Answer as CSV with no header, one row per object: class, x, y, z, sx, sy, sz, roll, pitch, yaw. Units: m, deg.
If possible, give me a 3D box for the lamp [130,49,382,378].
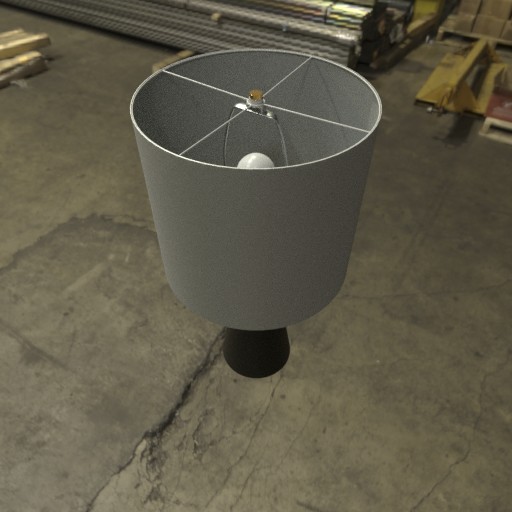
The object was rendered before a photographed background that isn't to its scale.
lamp,0.000,0.000,0.756,0.308,0.580,0.308,24,51,22
